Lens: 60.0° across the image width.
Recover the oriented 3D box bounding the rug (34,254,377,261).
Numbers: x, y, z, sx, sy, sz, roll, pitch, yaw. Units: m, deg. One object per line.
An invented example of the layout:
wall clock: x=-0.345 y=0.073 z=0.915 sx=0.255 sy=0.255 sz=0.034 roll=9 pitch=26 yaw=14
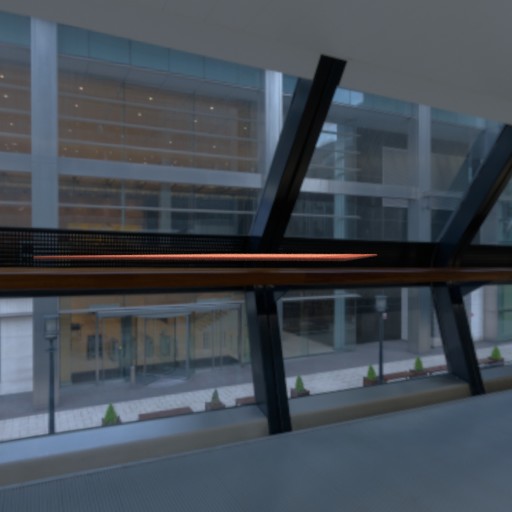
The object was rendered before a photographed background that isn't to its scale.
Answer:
rug: x=0.000 y=0.000 z=3.108 sx=1.524 sy=0.014 sz=2.438 roll=0 pitch=1 yaw=18
